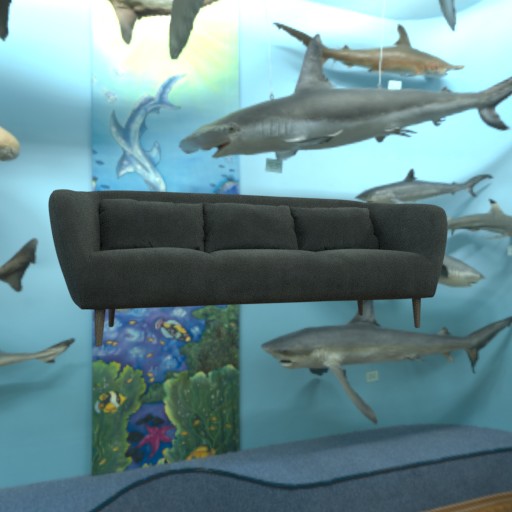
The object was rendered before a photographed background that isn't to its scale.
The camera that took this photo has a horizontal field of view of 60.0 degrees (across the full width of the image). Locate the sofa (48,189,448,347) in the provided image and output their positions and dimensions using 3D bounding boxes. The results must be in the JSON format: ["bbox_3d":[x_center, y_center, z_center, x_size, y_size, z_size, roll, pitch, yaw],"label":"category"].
[{"bbox_3d":[0.000,0.000,2.770,2.296,0.875,0.956,0,0,-17],"label":"sofa"}]
